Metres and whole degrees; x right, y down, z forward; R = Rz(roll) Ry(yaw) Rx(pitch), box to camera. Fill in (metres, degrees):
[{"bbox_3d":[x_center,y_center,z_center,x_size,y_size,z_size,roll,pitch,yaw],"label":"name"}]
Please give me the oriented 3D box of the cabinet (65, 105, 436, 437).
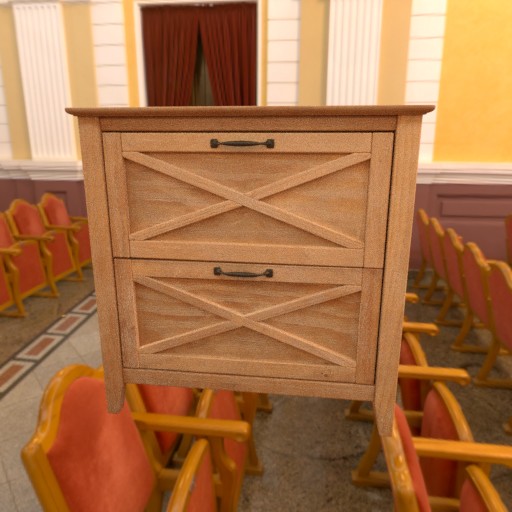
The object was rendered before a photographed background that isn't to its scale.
[{"bbox_3d":[0.000,0.000,1.231,0.763,0.762,0.503,2,16,7],"label":"cabinet"}]
